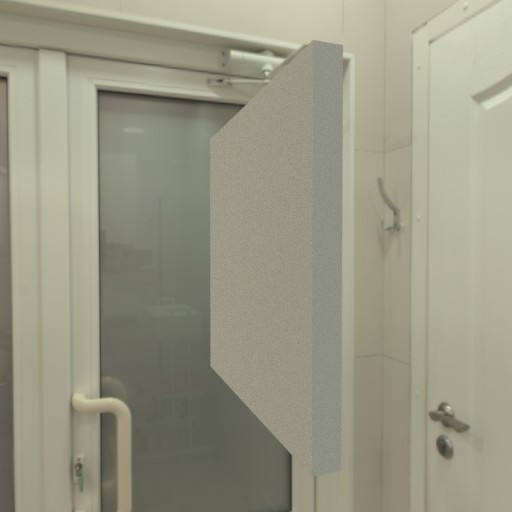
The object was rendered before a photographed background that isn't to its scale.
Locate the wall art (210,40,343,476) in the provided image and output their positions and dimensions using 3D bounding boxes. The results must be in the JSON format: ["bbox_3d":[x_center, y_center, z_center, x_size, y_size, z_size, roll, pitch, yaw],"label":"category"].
[{"bbox_3d":[0.000,0.000,0.531,0.027,0.355,0.355,0,1,-19],"label":"wall art"}]
